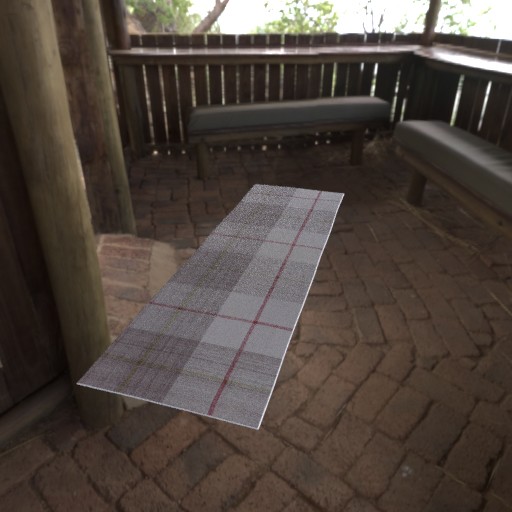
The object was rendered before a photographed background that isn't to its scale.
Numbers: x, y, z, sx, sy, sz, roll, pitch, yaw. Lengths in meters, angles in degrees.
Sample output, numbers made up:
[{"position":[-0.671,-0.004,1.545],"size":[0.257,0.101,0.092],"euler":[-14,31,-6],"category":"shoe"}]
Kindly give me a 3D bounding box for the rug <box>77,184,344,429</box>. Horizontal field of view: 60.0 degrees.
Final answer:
[{"position":[0.000,0.000,2.701],"size":[0.762,0.013,2.439],"euler":[8,30,15],"category":"rug"}]
